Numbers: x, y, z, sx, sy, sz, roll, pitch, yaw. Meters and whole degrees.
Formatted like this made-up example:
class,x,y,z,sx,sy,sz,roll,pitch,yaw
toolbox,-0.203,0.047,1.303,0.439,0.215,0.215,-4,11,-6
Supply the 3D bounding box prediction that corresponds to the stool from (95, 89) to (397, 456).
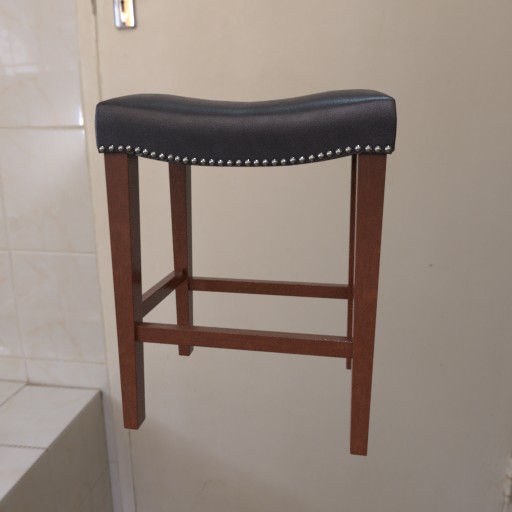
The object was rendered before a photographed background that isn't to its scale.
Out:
class,x,y,z,sx,sy,sz,roll,pitch,yaw
stool,0.000,0.000,0.951,0.504,0.654,0.372,2,14,10
